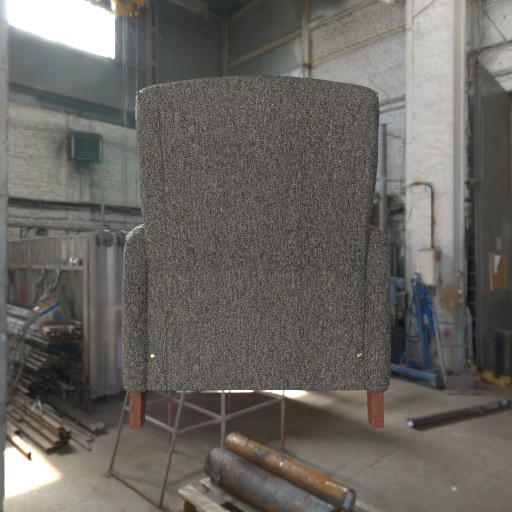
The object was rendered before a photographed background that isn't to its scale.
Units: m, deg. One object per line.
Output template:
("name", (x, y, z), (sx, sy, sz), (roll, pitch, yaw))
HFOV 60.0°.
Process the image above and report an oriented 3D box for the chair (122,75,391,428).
("chair", (0.000, 0.000, 1.644), (0.848, 1.014, 0.864), (0, 0, 0))
